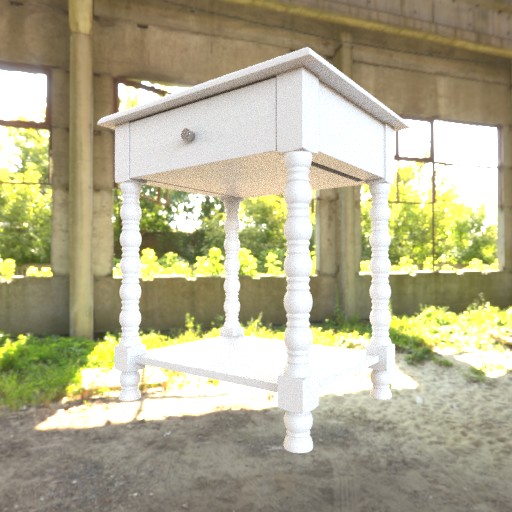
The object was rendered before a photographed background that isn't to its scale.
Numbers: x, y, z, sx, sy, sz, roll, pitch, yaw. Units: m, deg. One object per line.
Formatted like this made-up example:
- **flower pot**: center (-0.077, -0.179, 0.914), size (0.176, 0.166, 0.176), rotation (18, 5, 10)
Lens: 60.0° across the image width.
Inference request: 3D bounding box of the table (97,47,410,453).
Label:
- **table**: center (0.000, 0.000, 0.838), size (0.460, 0.531, 0.381), rotation (-1, -1, 37)
